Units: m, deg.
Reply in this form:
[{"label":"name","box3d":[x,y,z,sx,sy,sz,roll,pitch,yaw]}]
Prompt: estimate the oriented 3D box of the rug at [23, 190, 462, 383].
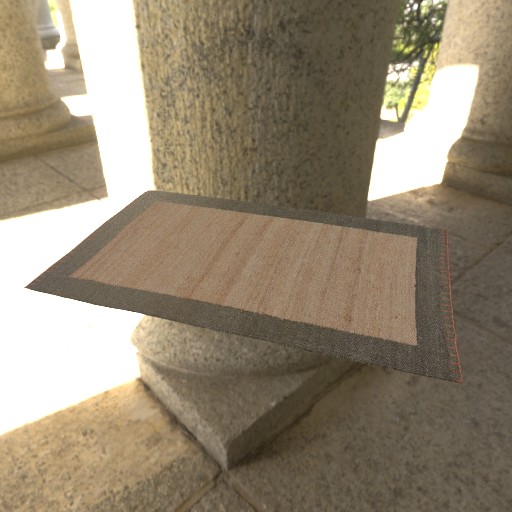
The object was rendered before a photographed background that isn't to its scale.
[{"label":"rug","box3d":[0.000,0.000,2.909,2.435,0.006,1.521,10,34,15]}]
